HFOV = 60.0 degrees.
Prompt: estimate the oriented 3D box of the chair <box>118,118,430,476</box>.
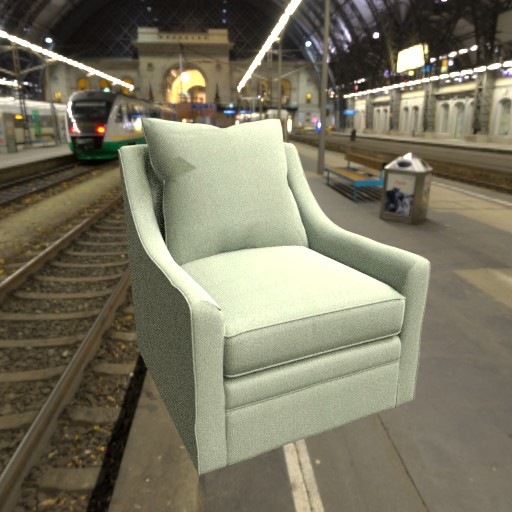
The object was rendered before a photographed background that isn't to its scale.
[{"bbox_3d":[0.000,0.000,1.550,0.760,0.926,0.870,-8,18,-25],"label":"chair"}]
